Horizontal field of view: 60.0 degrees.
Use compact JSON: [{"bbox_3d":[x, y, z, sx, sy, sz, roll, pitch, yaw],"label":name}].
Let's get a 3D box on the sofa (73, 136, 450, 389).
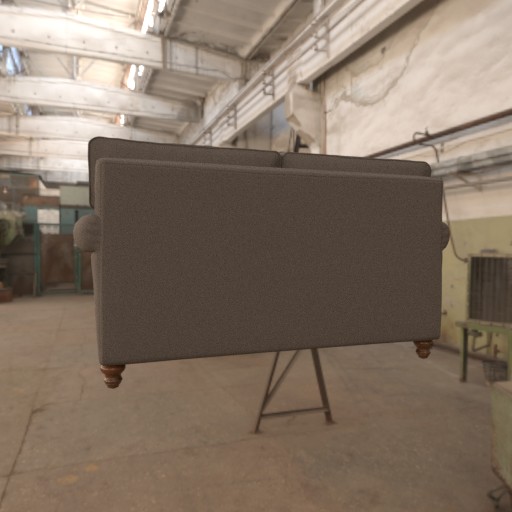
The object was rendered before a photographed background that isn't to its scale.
[{"bbox_3d":[0.000,0.000,2.205,1.665,0.937,0.964,0,1,-18],"label":"sofa"}]
